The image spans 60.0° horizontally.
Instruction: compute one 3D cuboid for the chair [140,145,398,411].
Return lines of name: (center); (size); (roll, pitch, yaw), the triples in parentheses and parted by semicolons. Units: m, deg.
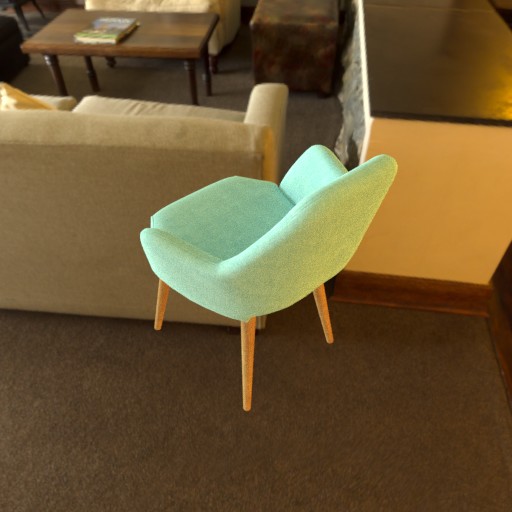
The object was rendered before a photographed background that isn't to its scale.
chair: (0.000, 0.000, 1.254); (0.590, 0.840, 0.610); (-31, 53, -28)
